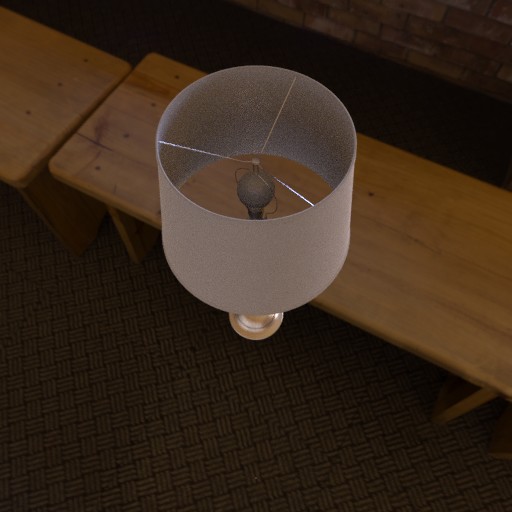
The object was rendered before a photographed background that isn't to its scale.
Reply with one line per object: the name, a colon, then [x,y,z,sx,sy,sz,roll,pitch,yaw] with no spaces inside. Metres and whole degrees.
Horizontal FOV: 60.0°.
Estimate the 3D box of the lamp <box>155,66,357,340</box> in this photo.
lamp: [0.000,0.000,0.889,0.331,0.698,0.331,0,63,0]
